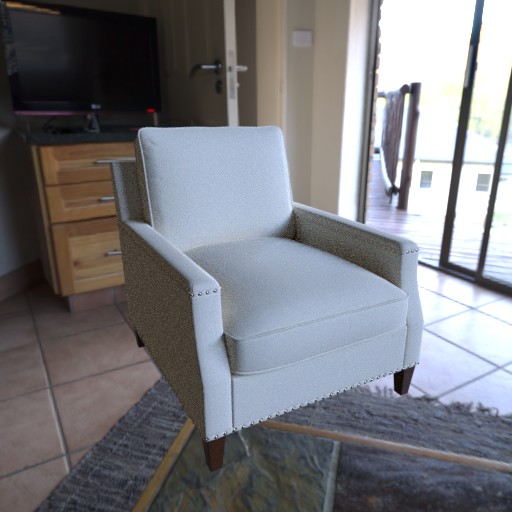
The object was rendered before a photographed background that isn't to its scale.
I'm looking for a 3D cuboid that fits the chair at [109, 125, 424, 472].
[{"bbox_3d":[0.000,0.000,1.714,0.853,0.943,1.014,-10,21,-27],"label":"chair"}]
